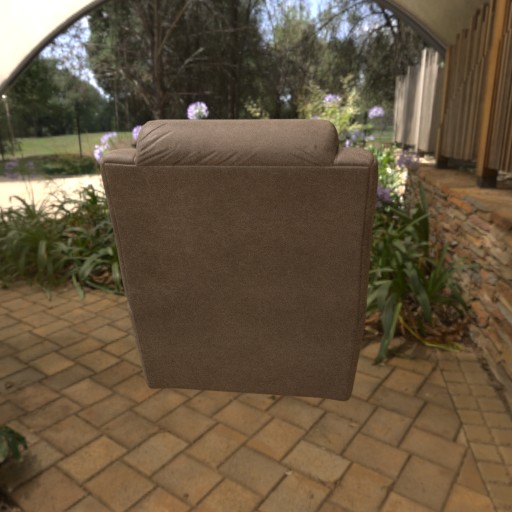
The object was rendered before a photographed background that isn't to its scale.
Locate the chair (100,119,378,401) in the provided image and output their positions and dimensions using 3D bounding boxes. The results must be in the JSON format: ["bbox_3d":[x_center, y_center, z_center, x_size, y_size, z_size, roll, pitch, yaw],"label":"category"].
[{"bbox_3d":[0.000,0.000,1.952,0.967,1.116,1.068,2,15,7],"label":"chair"}]
